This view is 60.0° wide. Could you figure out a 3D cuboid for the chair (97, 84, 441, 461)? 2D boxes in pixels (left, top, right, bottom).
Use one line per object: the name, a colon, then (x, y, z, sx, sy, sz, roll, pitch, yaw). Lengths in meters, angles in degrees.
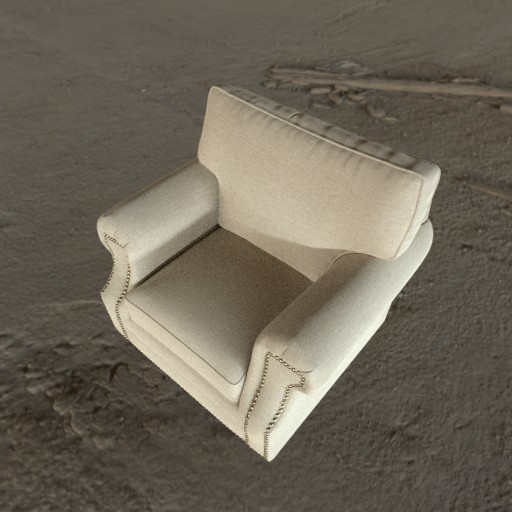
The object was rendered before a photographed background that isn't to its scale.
chair: (0.000, 0.000, 1.779, 1.092, 0.961, 0.965, 31, 53, 27)
